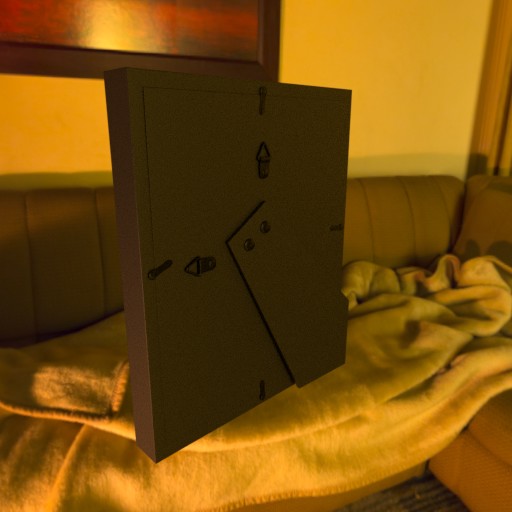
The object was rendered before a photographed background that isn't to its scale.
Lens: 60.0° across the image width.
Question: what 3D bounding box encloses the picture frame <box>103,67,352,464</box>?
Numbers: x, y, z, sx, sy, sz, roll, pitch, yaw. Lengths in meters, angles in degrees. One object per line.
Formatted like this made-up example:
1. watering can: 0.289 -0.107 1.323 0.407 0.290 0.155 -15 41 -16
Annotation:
1. picture frame: 0.000 0.000 0.387 0.232 0.284 0.042 -15 22 -42
